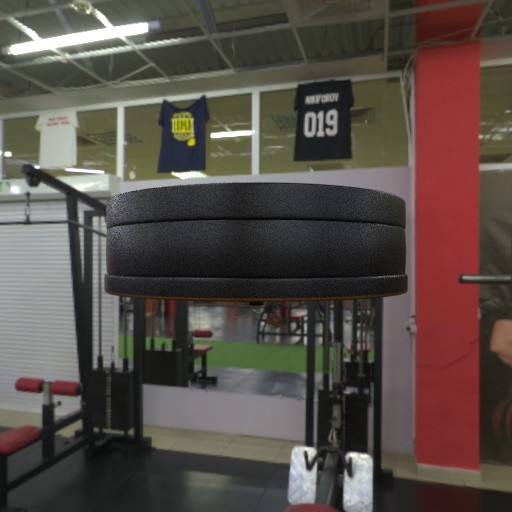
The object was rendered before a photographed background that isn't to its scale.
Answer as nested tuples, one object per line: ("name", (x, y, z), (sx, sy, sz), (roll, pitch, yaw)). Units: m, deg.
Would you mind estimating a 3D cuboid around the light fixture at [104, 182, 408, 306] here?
("light fixture", (0.000, 0.000, 0.438), (0.283, 0.097, 0.283), (0, -1, 0))
